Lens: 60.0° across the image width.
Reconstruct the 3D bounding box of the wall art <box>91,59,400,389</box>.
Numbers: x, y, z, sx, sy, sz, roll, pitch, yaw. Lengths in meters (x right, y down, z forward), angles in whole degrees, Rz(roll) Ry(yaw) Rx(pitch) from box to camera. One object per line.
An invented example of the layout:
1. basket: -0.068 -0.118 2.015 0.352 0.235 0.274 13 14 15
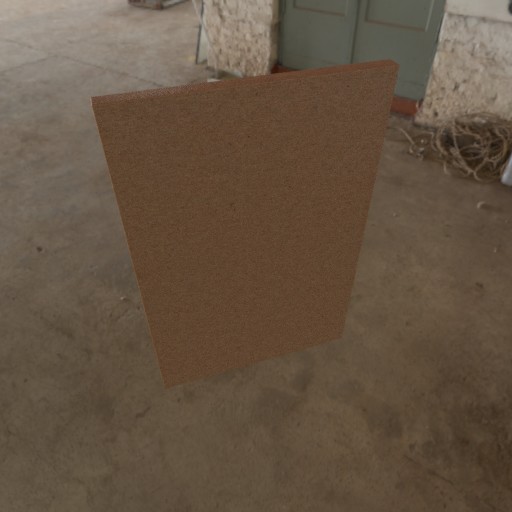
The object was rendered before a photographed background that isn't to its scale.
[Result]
1. wall art: 0.000 0.000 1.156 0.610 0.914 0.037 -13 44 -14
